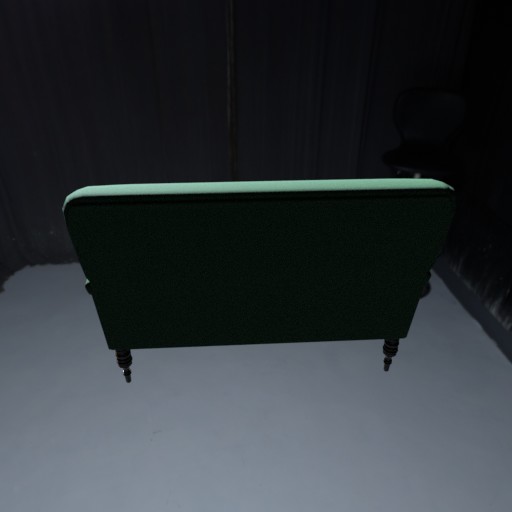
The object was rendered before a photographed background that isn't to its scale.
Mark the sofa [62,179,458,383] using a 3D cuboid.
[{"bbox_3d":[0.000,0.000,1.838,1.297,0.889,0.779,-2,30,-3],"label":"sofa"}]
